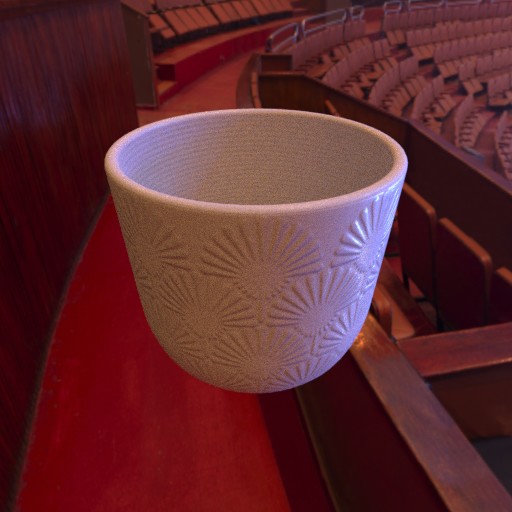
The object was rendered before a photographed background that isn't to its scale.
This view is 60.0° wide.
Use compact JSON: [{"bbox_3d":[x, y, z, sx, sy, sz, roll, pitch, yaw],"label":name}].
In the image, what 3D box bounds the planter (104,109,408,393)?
[{"bbox_3d":[0.000,0.000,0.297,0.170,0.152,0.170,0,32,0],"label":"planter"}]
